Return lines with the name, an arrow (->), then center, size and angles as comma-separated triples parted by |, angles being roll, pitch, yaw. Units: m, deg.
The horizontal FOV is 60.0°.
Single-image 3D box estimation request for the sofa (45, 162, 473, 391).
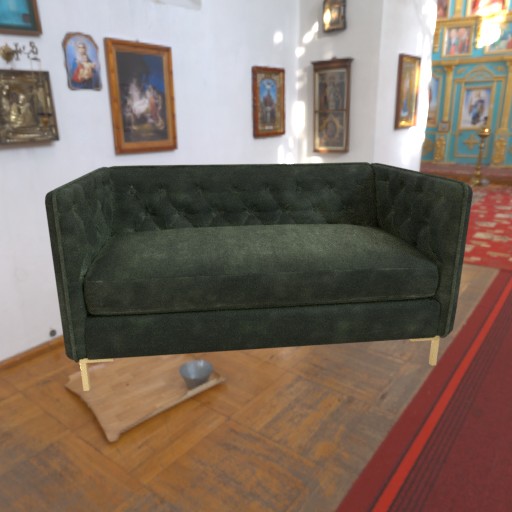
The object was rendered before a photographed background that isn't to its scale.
sofa -> 0.000, 0.000, 2.044 | 1.537, 0.768, 0.895 | -2, 17, -7
